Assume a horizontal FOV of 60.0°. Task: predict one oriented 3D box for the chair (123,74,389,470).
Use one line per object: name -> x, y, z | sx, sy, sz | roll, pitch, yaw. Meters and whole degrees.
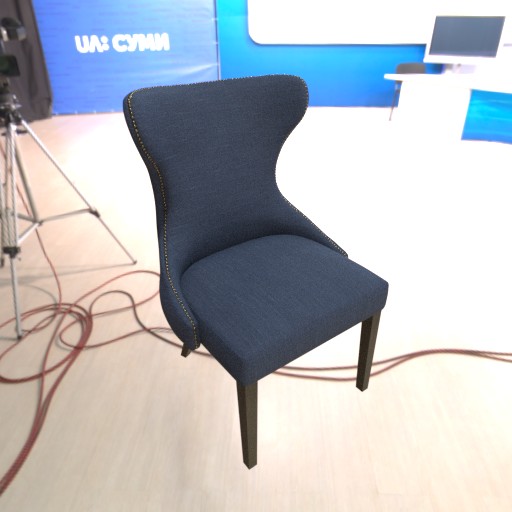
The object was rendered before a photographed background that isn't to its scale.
chair -> 0.000, 0.000, 1.373 | 0.628, 0.967, 0.635 | -21, 37, -31
